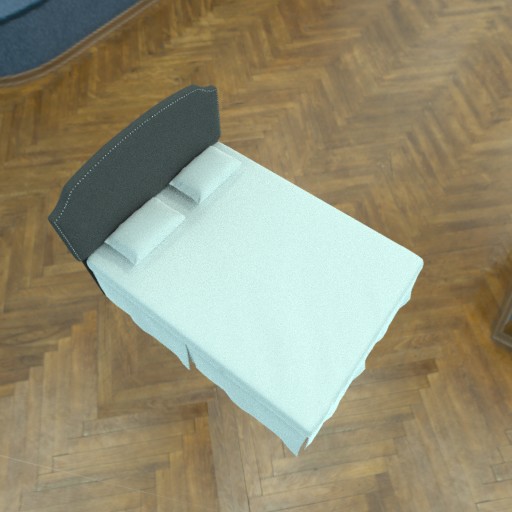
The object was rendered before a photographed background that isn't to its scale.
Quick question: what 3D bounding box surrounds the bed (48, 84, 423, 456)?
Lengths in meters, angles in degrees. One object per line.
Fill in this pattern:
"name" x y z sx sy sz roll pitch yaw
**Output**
"bed" 0.000 0.000 3.031 1.999 1.270 1.558 33 65 18
